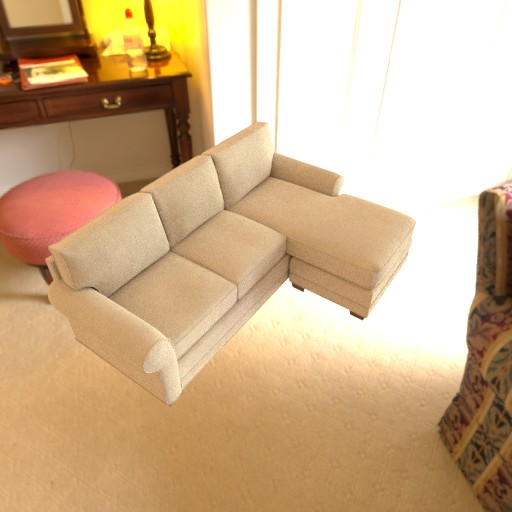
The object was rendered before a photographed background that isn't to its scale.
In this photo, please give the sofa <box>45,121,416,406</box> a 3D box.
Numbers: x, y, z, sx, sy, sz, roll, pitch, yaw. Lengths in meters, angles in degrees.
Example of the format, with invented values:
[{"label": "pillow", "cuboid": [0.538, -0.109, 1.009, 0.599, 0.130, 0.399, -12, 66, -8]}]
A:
[{"label": "sofa", "cuboid": [0.000, 0.000, 2.396, 1.226, 0.734, 1.770, 25, 47, 26]}]
